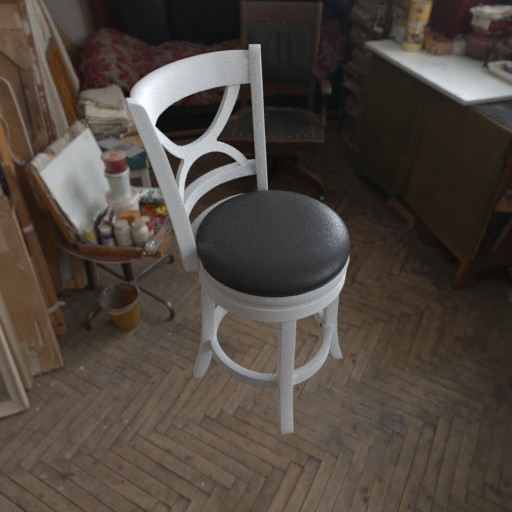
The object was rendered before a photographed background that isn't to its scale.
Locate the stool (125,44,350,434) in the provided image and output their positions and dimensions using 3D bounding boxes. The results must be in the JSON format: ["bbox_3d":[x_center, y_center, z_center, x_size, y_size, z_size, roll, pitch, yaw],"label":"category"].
[{"bbox_3d":[0.000,0.000,1.231,0.508,0.953,0.444,25,47,25],"label":"stool"}]
